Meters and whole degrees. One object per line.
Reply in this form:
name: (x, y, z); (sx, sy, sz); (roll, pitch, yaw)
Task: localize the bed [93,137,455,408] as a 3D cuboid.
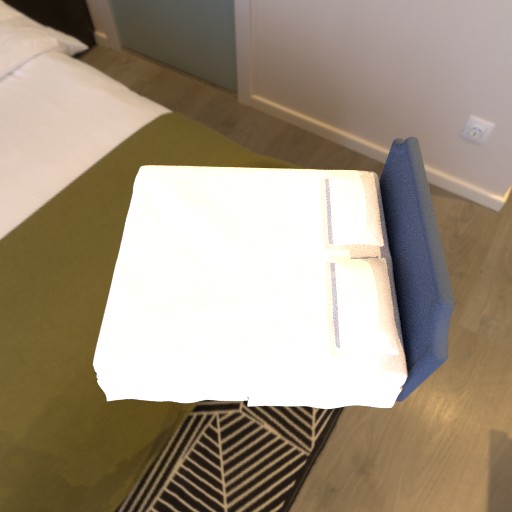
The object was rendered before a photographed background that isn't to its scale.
bed: (0.000, 0.000, 4.080); (2.773, 1.488, 2.350); (2, 58, 1)
